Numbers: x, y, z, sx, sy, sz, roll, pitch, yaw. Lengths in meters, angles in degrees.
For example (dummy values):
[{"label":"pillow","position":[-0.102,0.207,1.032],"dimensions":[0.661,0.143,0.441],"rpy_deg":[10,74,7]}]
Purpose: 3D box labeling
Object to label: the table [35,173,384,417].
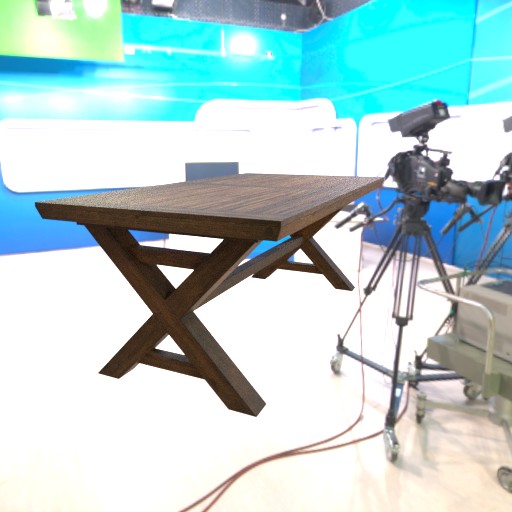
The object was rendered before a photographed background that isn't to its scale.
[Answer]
[{"label":"table","position":[0.000,0.000,2.540],"dimensions":[1.071,0.793,1.966],"rpy_deg":[6,16,24]}]
